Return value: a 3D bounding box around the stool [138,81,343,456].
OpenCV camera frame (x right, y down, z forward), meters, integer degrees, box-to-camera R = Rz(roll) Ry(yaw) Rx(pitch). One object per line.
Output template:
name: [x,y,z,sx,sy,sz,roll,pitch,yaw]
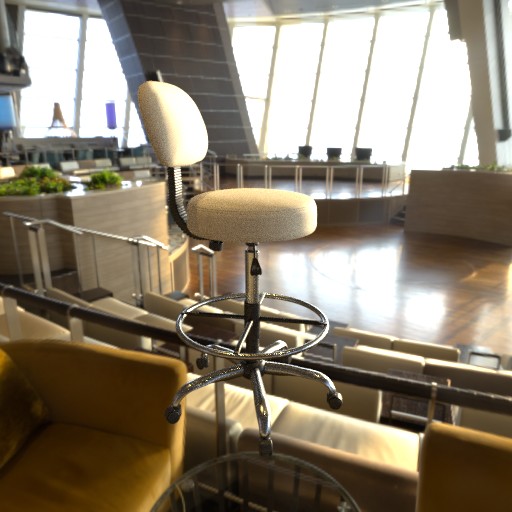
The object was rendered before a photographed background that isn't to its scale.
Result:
stool: [0.000,0.000,1.465,0.616,1.080,0.609,3,16,10]
